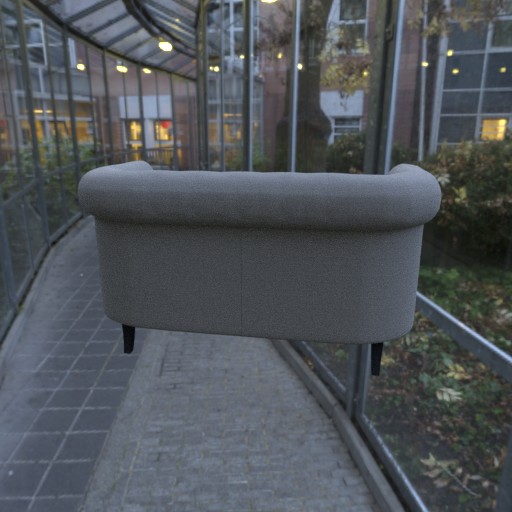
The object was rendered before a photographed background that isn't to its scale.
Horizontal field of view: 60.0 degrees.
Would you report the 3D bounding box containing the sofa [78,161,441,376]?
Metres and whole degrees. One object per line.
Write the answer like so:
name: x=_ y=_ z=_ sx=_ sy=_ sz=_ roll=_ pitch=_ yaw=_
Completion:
sofa: x=0.000 y=0.000 z=2.061 sx=1.558 sy=0.827 sz=0.835 roll=3 pitch=16 yaw=10
